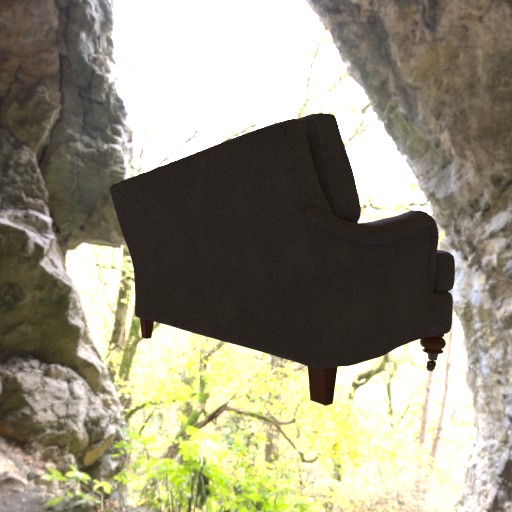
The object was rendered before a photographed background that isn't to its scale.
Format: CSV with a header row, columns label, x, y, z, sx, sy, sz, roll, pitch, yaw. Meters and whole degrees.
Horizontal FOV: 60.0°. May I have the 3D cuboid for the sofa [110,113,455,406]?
label,x,y,z,sx,sy,sz,roll,pitch,yaw
sofa,0.000,0.000,2.511,1.084,1.101,1.853,0,0,-37
